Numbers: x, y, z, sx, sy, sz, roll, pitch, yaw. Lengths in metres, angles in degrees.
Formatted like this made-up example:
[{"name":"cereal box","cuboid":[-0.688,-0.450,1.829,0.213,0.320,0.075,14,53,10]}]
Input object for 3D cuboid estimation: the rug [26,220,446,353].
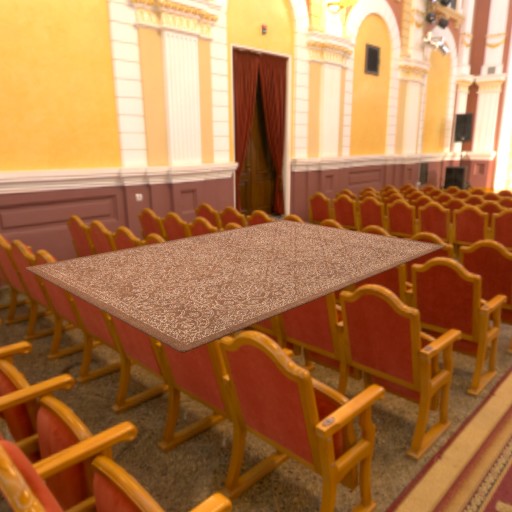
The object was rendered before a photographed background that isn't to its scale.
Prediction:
[{"name":"rug","cuboid":[0.000,0.000,2.852,1.524,0.011,2.286,14,20,43]}]
